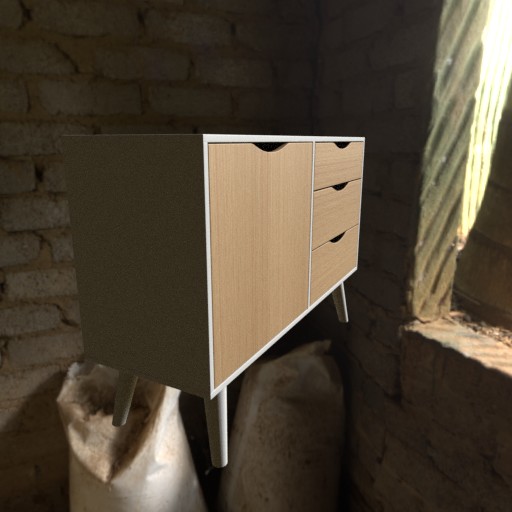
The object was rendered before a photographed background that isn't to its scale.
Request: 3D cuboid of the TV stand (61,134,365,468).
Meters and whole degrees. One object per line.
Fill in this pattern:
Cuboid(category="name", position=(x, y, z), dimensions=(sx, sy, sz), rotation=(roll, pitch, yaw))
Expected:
Cuboid(category="TV stand", position=(0.000, 0.000, 1.562), dimensions=(0.406, 0.812, 1.193), rotation=(8, 17, 27))
